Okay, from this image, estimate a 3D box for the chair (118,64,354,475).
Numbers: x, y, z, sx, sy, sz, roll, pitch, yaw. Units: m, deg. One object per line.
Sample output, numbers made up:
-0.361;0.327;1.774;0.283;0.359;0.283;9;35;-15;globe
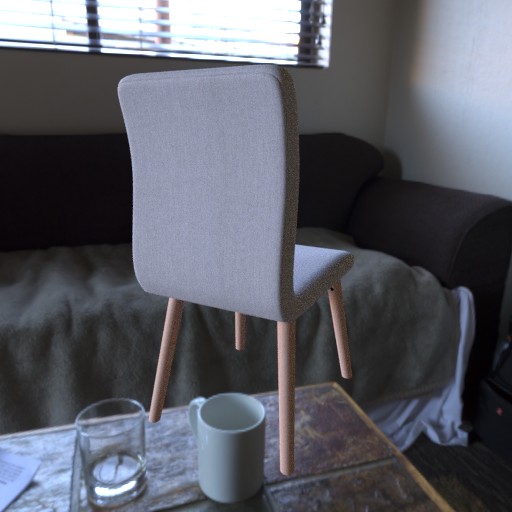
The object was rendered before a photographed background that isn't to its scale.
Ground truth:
0.000;0.000;1.198;0.435;0.885;0.550;8;18;27;chair
